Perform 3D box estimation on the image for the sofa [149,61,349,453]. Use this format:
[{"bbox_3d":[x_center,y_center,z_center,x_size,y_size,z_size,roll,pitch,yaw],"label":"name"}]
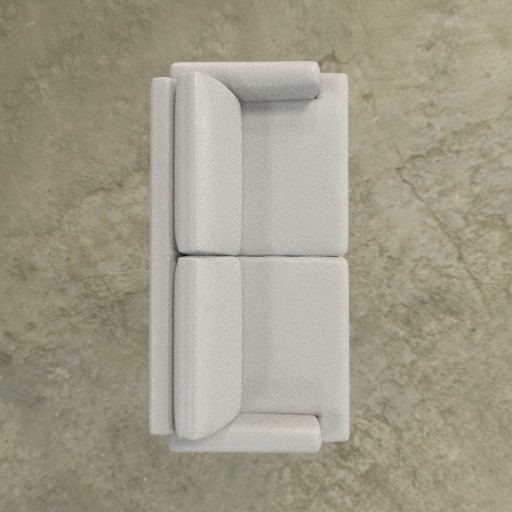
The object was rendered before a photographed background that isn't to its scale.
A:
[{"bbox_3d":[0.000,0.000,2.304,0.974,0.765,1.940,0,89,1],"label":"sofa"}]
